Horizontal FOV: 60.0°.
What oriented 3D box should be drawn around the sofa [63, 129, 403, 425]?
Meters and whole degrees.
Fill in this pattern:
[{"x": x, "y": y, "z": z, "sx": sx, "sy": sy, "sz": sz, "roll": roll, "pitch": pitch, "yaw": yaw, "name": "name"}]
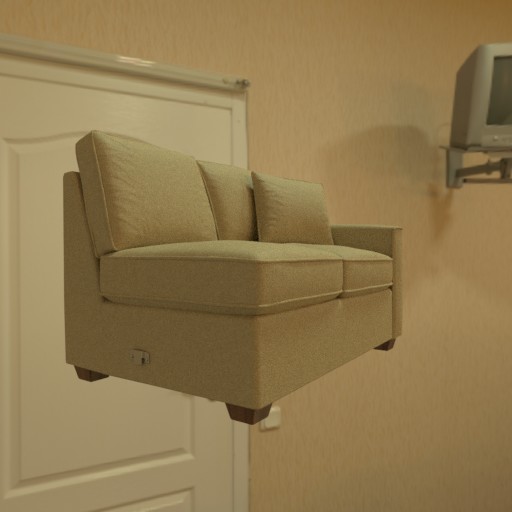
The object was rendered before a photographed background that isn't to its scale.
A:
[{"x": 0.000, "y": 0.000, "z": 2.064, "sx": 0.991, "sy": 0.989, "sz": 1.388, "roll": 0, "pitch": 1, "yaw": 35, "name": "sofa"}]
